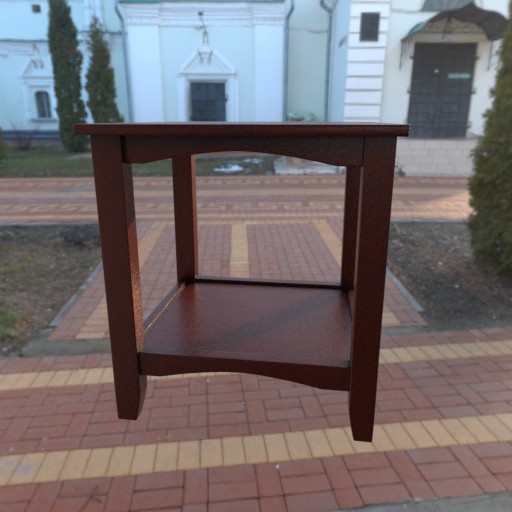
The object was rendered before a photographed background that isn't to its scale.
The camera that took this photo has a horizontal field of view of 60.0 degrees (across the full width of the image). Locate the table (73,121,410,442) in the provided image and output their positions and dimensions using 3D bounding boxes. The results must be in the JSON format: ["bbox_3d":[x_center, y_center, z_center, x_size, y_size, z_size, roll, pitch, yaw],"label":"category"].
[{"bbox_3d":[0.000,0.000,0.968,0.523,0.558,0.522,3,18,10],"label":"table"}]
